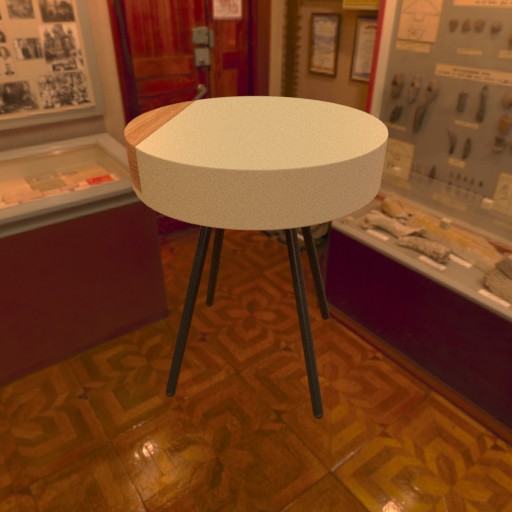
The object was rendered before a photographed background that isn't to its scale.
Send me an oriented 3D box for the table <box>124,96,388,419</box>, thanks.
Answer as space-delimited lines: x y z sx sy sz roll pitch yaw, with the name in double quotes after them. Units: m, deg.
0.000 0.000 0.887 0.450 0.525 0.450 0 32 0 "table"
